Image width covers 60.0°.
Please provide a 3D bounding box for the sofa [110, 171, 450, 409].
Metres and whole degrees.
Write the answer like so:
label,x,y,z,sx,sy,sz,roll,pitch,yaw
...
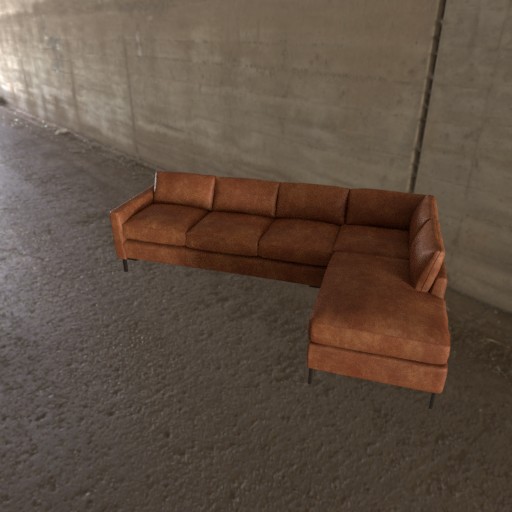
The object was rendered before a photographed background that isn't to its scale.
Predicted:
label,x,y,z,sx,sy,sz,roll,pitch,yaw
sofa,0.000,0.000,3.811,2.984,0.877,1.938,8,28,15
